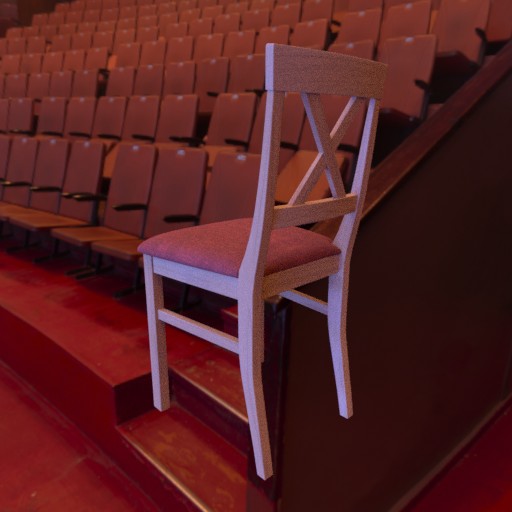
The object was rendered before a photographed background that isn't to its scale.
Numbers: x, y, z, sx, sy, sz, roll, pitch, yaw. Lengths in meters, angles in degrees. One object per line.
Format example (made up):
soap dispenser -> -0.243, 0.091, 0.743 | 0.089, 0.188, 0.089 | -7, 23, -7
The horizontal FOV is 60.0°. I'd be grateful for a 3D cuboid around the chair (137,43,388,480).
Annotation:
chair -> 0.000, 0.000, 1.148 | 0.439, 0.912, 0.492 | -15, 22, -42
